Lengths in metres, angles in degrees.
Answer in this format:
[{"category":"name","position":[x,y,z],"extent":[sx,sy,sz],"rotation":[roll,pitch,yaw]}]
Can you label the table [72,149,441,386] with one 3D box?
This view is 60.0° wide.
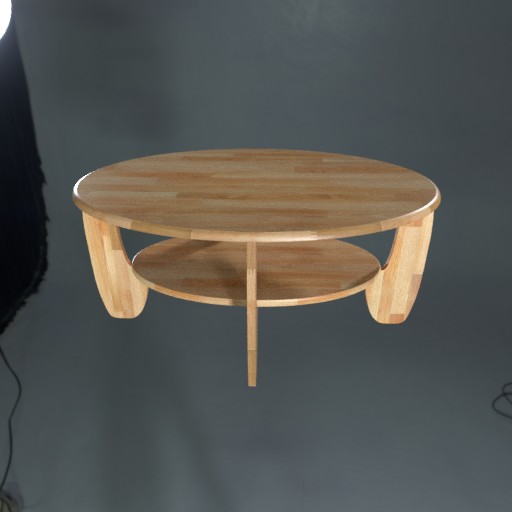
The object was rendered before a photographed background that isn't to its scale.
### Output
[{"category":"table","position":[0.000,0.000,1.380],"extent":[1.040,0.490,0.690],"rotation":[1,29,2]}]
